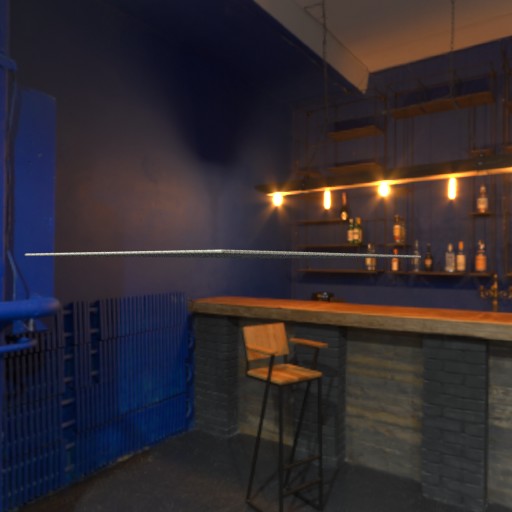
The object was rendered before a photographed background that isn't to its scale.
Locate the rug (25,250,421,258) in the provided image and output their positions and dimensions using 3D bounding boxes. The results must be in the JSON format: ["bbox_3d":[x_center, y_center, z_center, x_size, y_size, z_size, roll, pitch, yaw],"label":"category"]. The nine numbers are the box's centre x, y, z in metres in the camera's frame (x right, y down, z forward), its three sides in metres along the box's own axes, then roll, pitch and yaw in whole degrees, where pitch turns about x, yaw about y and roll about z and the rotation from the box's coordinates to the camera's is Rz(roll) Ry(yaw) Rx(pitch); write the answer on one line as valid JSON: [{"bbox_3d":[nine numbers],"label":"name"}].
[{"bbox_3d":[0.000,0.000,3.091,1.526,0.012,2.444,-1,-1,37],"label":"rug"}]
